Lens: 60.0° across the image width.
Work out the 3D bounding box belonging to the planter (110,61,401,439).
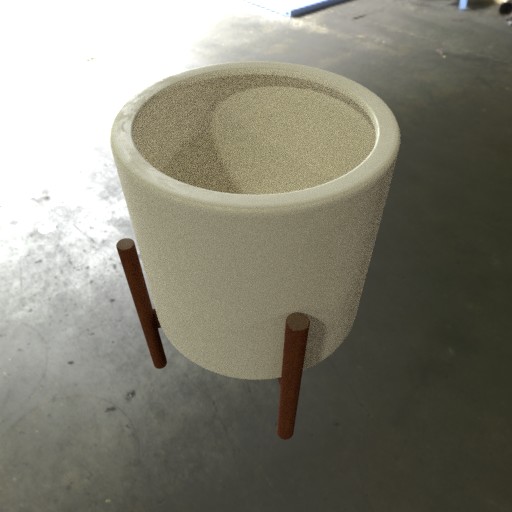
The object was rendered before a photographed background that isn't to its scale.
[{"bbox_3d":[0.000,0.000,0.860,0.420,0.581,0.421,24,51,22],"label":"planter"}]
